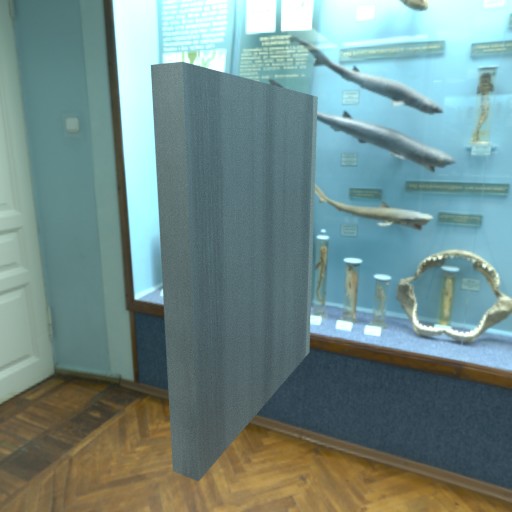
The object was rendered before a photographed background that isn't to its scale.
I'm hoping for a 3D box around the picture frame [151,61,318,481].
[{"bbox_3d":[0.000,0.000,0.766,0.046,0.555,0.449,7,16,26],"label":"picture frame"}]
